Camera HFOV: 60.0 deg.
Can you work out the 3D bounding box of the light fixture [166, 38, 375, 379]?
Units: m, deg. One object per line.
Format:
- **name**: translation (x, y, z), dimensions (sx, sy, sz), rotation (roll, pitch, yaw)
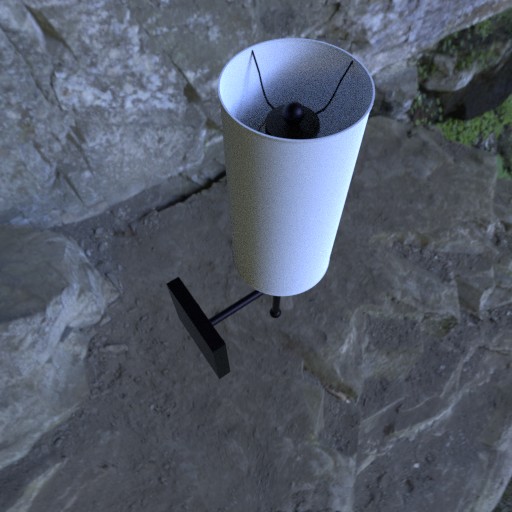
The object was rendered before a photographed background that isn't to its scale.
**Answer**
- **light fixture**: translation (0.000, 0.000, 0.547), dimensions (0.208, 0.462, 0.128), rotation (-31, 64, -17)
